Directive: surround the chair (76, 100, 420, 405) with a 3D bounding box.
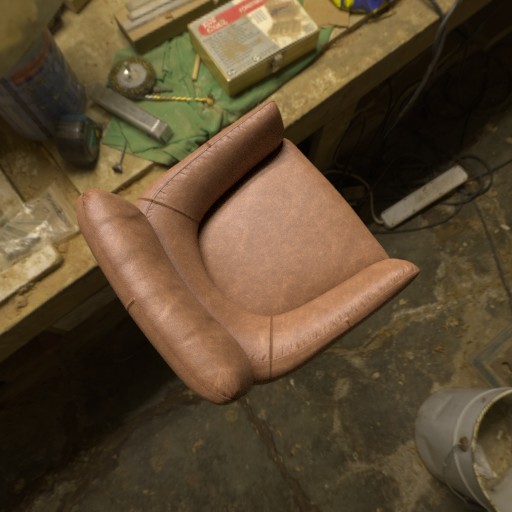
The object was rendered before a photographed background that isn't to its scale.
[{"bbox_3d":[0.000,0.000,1.376,0.715,0.812,0.706,-36,79,-8],"label":"chair"}]
